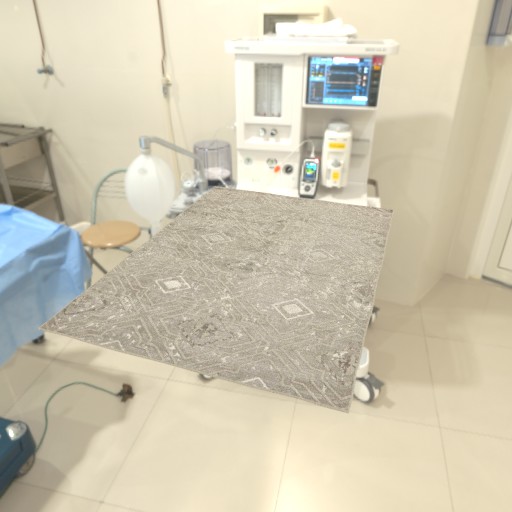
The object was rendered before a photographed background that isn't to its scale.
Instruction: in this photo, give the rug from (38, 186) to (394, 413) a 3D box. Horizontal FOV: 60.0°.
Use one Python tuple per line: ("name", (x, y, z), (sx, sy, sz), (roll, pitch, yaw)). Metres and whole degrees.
("rug", (0.000, 0.000, 4.490), (2.448, 0.020, 3.359), (10, 31, 17))
